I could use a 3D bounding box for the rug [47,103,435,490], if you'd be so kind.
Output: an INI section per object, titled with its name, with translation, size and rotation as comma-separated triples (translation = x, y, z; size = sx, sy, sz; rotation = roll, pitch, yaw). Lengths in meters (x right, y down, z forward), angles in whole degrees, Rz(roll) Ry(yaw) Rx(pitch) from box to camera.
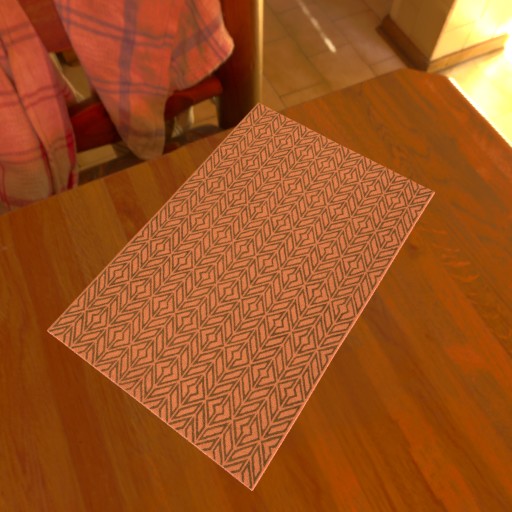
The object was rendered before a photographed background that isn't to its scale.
[rug]
translation = 0.000, 0.000, 2.345
size = 1.220, 0.007, 1.828
rotation = 32, 67, 15
